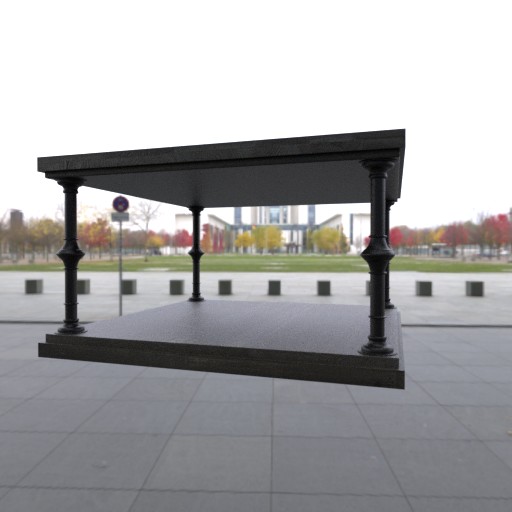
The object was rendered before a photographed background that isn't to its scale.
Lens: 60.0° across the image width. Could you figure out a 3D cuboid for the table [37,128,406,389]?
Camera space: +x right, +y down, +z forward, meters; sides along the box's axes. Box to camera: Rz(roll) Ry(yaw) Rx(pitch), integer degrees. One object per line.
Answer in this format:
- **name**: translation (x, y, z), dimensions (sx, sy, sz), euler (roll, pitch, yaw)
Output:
- **table**: translation (0.000, 0.000, 1.113), dimensions (0.696, 0.400, 0.696), euler (0, 1, 17)
